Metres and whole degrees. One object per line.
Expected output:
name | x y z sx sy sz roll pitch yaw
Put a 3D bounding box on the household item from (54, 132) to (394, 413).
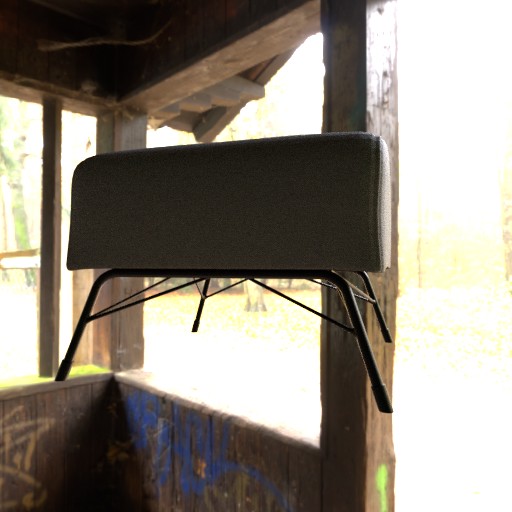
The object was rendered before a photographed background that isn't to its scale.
household item | 0.000 0.000 0.896 0.530 0.410 0.530 0 -1 17
